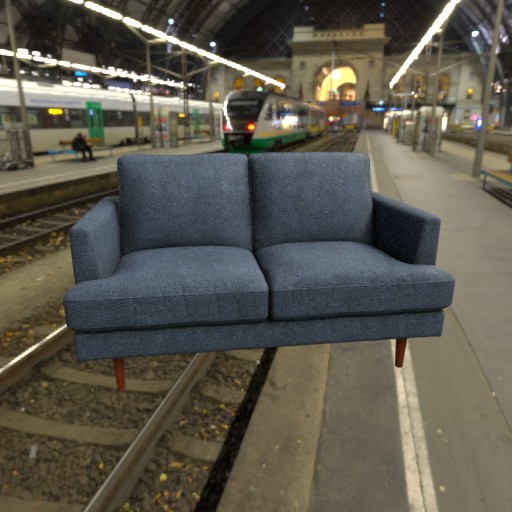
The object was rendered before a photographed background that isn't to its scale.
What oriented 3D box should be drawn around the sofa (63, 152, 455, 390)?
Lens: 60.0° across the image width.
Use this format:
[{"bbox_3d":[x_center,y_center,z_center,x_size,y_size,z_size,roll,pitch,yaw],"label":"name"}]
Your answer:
[{"bbox_3d":[0.000,0.000,2.148,1.582,0.944,0.903,-2,17,-8],"label":"sofa"}]
